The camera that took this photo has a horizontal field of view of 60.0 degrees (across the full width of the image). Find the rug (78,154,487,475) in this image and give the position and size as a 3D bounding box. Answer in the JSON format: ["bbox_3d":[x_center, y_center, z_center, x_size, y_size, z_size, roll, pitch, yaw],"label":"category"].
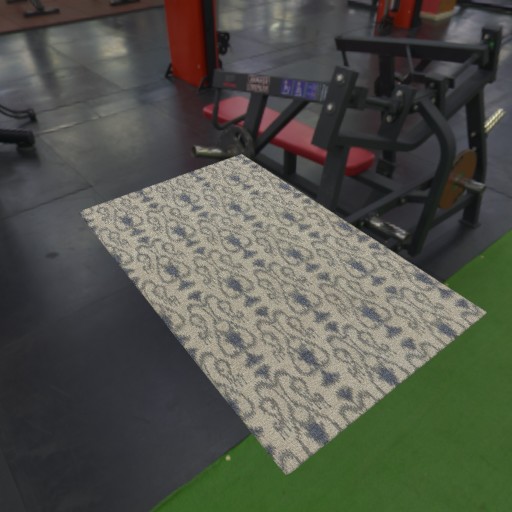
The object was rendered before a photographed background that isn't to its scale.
[{"bbox_3d":[0.000,0.000,2.005,1.035,0.006,1.652,-26,47,-27],"label":"rug"}]
